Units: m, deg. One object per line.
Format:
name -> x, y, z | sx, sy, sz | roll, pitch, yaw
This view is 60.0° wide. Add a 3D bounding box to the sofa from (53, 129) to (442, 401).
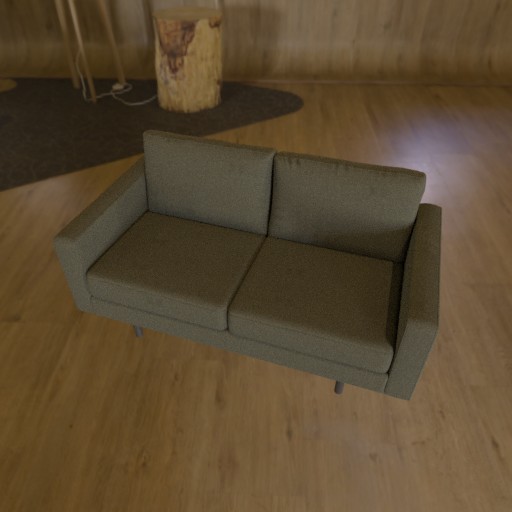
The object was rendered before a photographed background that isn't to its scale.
sofa -> 0.000, 0.000, 2.299 | 1.730, 0.897, 0.889 | 12, 42, 14
